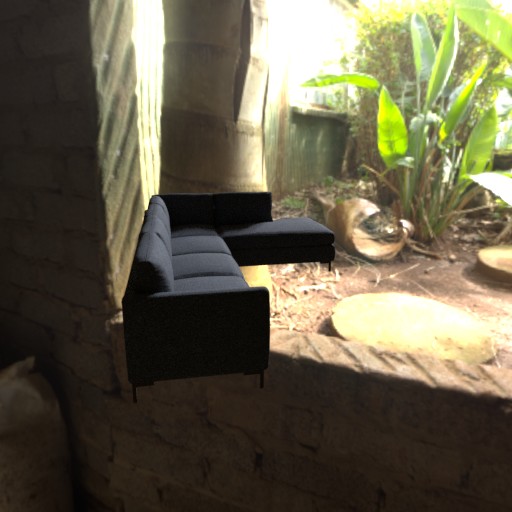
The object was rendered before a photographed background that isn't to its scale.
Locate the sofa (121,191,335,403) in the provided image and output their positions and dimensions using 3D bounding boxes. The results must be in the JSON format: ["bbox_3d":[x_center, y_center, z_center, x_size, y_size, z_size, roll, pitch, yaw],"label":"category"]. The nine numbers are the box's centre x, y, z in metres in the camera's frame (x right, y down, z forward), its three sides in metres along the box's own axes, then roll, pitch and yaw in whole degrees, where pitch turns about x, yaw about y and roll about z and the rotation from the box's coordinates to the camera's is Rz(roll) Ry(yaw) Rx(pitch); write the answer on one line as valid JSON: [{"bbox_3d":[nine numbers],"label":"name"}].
[{"bbox_3d":[0.000,0.000,3.898,2.007,0.815,2.949,-3,16,-11],"label":"sofa"}]
